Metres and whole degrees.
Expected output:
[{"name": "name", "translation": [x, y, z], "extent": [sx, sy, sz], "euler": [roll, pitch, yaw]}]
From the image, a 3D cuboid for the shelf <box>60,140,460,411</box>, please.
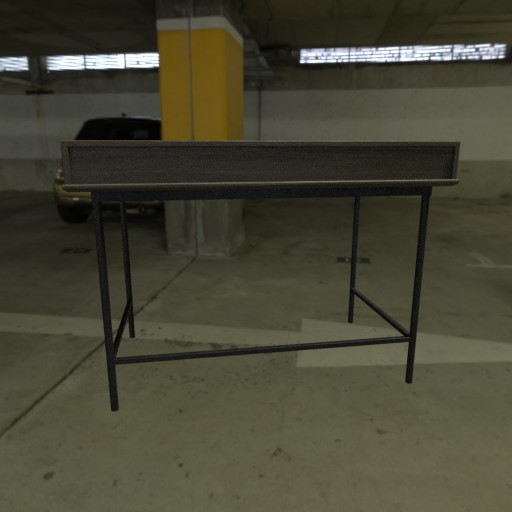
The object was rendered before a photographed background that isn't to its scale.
[{"name": "shelf", "translation": [0.000, 0.000, 1.731], "extent": [1.212, 0.865, 0.685], "euler": [-2, 14, -9]}]
